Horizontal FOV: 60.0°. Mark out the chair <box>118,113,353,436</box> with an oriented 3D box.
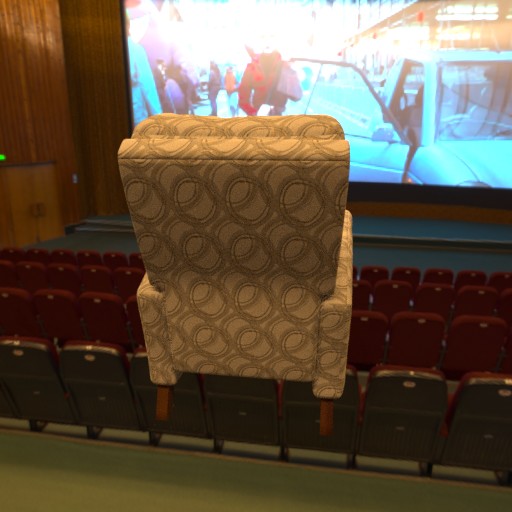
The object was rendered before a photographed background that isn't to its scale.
[{"bbox_3d":[0.000,0.000,1.763,0.796,1.065,0.995,2,16,8],"label":"chair"}]
